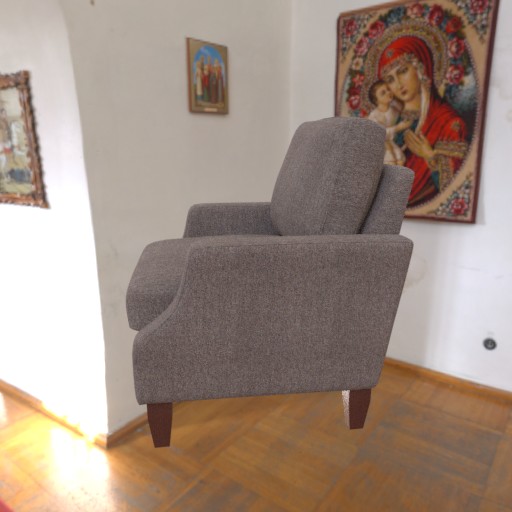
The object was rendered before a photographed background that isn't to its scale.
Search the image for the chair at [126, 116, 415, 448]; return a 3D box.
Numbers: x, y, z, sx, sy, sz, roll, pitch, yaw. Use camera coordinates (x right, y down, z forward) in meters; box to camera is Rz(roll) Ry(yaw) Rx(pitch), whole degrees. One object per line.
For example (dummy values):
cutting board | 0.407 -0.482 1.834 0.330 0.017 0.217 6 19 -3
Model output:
chair | 0.000 0.000 1.669 0.897 0.993 0.855 -2 15 -8
